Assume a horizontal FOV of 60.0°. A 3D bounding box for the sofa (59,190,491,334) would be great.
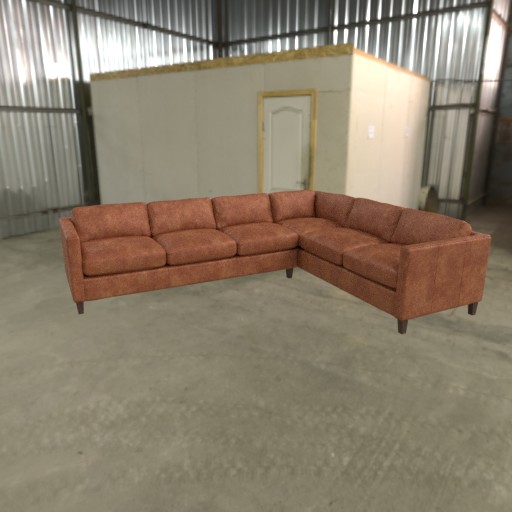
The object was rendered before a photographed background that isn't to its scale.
[{"bbox_3d":[0.000,0.000,4.088,3.167,0.838,2.438,-8,18,-25],"label":"sofa"}]
